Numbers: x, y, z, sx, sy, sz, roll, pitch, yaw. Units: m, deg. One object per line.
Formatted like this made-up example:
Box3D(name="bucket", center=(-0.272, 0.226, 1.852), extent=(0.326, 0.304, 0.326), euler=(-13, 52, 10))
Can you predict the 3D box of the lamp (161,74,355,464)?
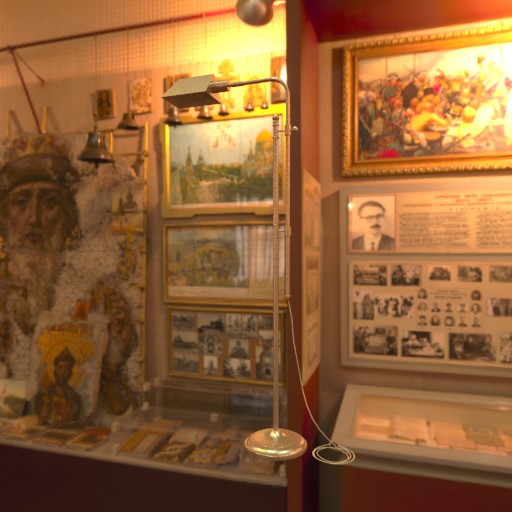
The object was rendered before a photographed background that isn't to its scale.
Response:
Box3D(name="lamp", center=(0.000, 0.000, 1.856), extent=(0.813, 1.571, 0.256), euler=(0, 0, 19))
